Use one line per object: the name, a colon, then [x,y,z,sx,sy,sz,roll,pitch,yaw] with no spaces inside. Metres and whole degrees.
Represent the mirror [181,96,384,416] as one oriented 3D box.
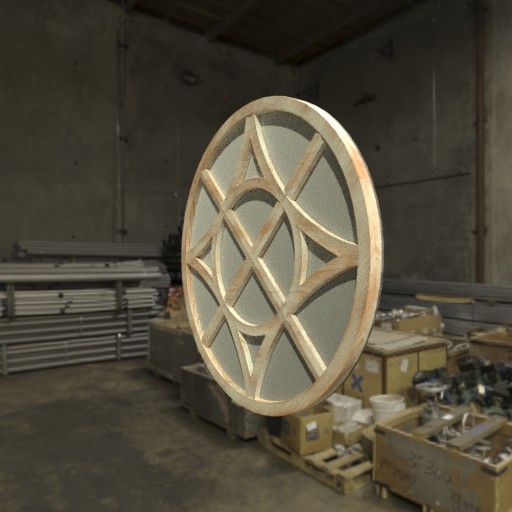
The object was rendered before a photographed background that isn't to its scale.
mirror: [0.000,0.000,1.036,0.038,0.710,0.710,1,-1,-35]
